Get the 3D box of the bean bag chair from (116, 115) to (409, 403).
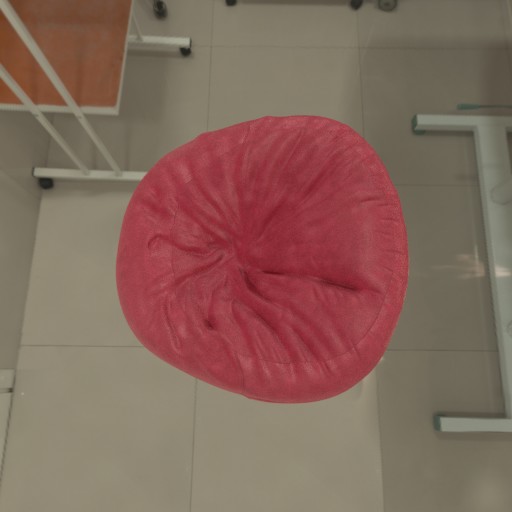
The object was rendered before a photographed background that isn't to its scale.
[{"bbox_3d":[0.000,0.000,2.427,1.524,0.878,1.524,1,75,0],"label":"bean bag chair"}]
